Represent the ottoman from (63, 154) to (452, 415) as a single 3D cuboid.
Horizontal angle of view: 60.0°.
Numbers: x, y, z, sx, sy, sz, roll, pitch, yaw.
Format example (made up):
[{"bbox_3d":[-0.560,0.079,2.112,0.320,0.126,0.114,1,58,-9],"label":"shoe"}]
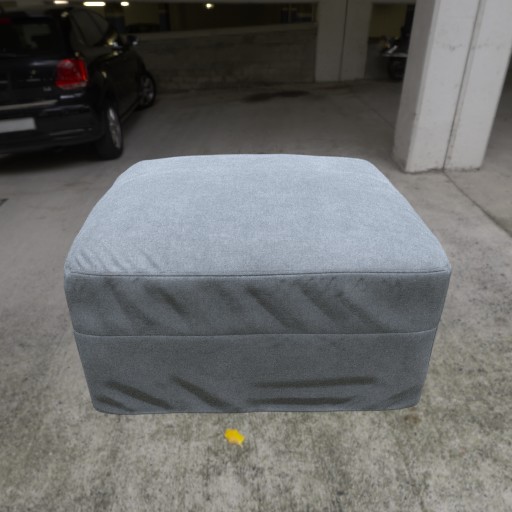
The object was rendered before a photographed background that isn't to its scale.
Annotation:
[{"bbox_3d":[0.000,0.000,1.224,0.837,0.481,0.683,0,30,-1],"label":"ottoman"}]
